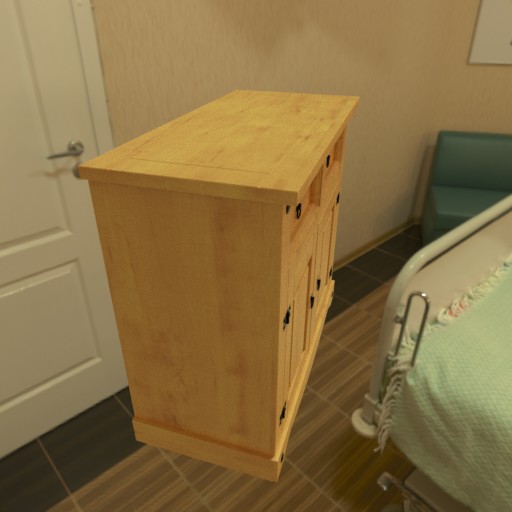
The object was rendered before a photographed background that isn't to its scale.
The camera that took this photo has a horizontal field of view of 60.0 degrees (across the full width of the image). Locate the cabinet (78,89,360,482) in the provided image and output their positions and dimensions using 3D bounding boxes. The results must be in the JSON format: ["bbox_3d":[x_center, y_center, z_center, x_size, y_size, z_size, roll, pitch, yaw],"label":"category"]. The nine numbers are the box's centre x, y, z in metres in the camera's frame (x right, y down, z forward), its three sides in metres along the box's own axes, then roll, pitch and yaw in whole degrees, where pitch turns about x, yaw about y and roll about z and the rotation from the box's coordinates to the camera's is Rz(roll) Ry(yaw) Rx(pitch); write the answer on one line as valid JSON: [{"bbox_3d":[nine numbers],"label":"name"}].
[{"bbox_3d":[0.000,0.000,1.414,0.450,0.840,0.920,9,31,16],"label":"cabinet"}]
